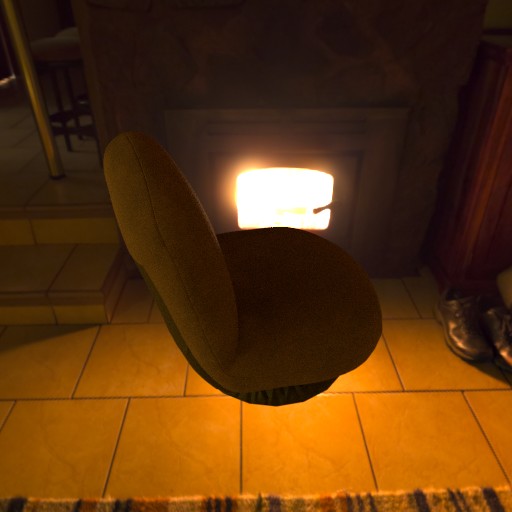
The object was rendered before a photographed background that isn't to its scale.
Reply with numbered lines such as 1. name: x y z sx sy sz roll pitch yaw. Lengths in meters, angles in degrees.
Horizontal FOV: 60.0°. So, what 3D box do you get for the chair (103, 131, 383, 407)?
1. chair: 0.000 0.000 1.044 0.597 0.594 0.521 -12 34 -18
